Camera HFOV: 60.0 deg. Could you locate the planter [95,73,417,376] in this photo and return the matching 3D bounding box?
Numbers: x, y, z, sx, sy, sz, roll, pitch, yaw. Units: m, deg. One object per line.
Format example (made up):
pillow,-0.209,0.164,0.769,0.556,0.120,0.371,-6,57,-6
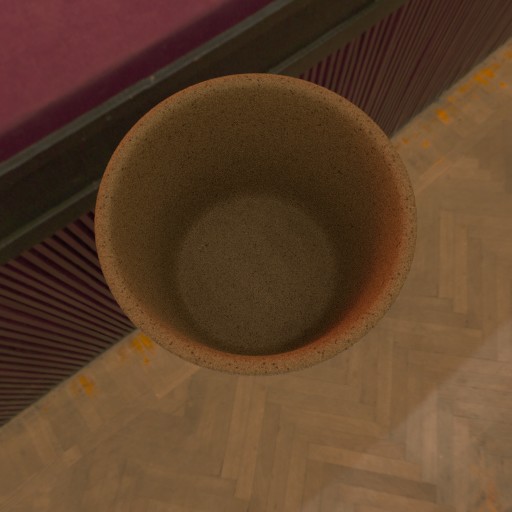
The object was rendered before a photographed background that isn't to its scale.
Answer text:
planter,0.000,0.000,0.356,0.191,0.199,0.191,0,74,0
